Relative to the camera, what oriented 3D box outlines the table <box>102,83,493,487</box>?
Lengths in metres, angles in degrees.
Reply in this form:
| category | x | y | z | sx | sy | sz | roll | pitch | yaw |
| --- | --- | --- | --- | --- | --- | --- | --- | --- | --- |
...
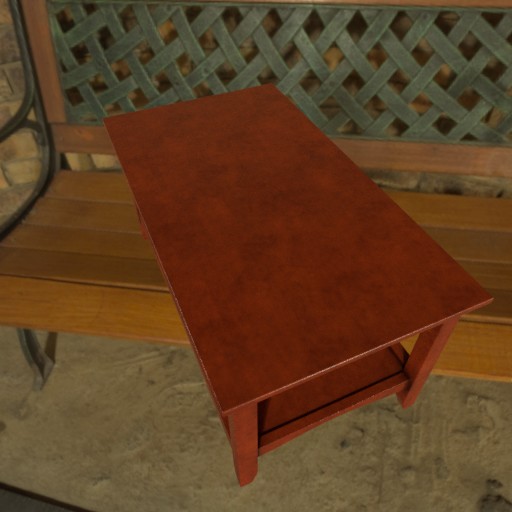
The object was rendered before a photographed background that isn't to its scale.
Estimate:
| category | x | y | z | sx | sy | sz | roll | pitch | yaw |
| --- | --- | --- | --- | --- | --- | --- | --- | --- | --- |
| table | 0.000 | 0.000 | 1.194 | 0.533 | 0.456 | 0.943 | -18 | 49 | -16 |
